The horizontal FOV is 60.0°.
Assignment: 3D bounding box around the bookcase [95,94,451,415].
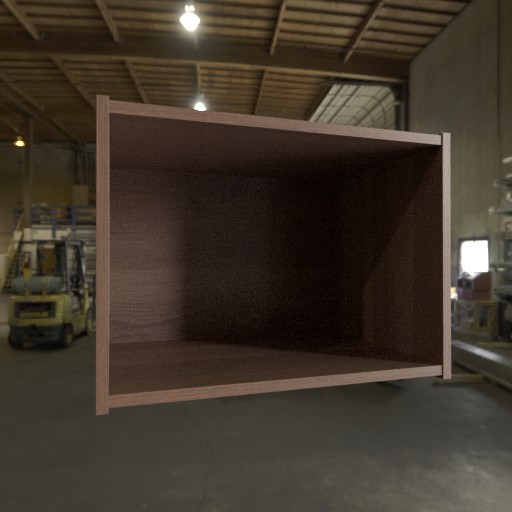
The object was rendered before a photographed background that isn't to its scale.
[{"bbox_3d":[0.000,0.000,0.623,0.415,0.305,0.290,0,0,-18],"label":"bookcase"}]
